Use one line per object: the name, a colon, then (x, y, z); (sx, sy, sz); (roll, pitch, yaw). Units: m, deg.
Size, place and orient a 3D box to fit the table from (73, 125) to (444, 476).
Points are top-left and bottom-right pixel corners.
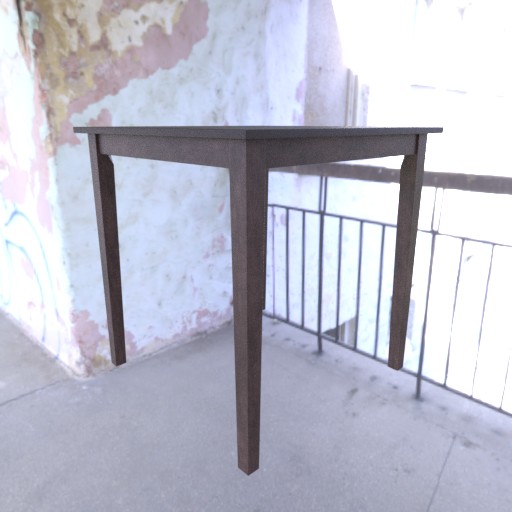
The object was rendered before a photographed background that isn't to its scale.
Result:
table: (0.000, 0.000, 1.376); (0.749, 0.770, 0.749); (-15, 22, -41)
